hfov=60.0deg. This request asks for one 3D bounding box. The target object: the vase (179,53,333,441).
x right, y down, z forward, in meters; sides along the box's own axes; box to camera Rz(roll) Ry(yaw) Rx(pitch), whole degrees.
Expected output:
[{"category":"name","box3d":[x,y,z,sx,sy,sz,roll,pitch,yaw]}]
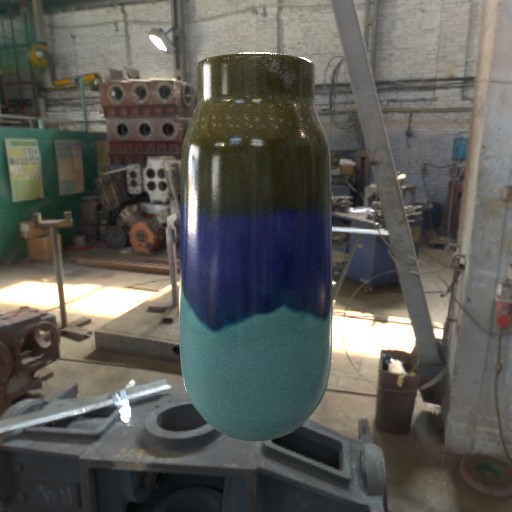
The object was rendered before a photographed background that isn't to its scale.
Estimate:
[{"category":"vase","box3d":[0.000,0.000,0.387,0.139,0.313,0.139,0,14,0]}]
